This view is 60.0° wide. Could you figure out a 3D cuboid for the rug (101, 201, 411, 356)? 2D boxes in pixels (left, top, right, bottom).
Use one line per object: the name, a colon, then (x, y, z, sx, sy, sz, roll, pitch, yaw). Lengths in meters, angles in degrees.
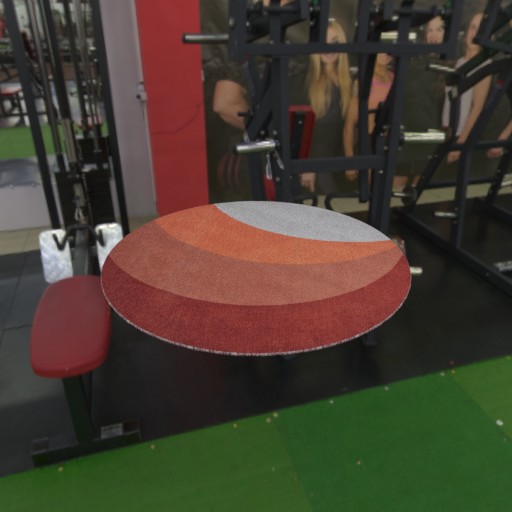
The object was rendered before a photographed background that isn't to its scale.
rug: (0.000, 0.000, 2.262, 1.514, 0.015, 1.514, 0, 28, 0)
